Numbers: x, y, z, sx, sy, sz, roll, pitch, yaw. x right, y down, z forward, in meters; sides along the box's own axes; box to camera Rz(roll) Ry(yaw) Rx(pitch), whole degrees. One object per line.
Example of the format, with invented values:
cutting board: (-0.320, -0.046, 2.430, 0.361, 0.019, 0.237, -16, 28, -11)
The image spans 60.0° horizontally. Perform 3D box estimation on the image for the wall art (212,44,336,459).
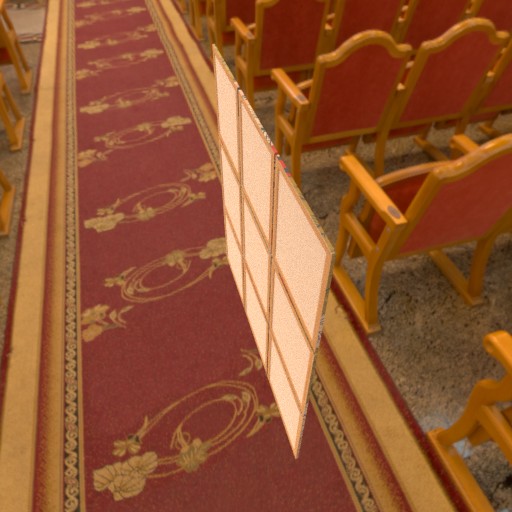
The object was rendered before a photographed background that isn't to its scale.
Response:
wall art: (0.000, 0.000, 2.259, 0.013, 1.534, 1.519, -12, 47, -11)
